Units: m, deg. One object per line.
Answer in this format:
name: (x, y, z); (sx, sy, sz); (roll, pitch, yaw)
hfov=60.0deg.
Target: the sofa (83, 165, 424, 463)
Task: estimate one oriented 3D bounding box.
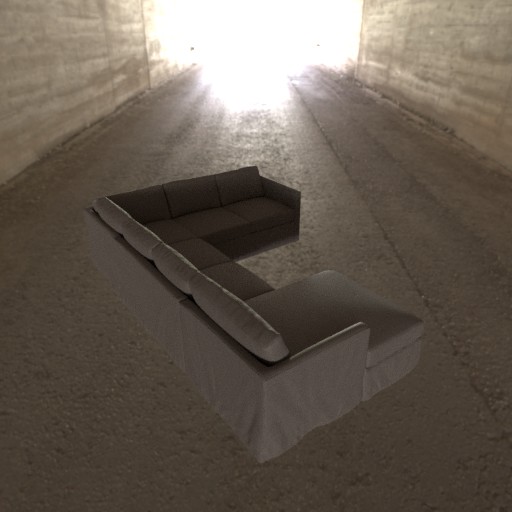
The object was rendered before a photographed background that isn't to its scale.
sofa: (0.000, 0.000, 4.548); (2.476, 0.878, 3.528); (-18, 32, -32)
